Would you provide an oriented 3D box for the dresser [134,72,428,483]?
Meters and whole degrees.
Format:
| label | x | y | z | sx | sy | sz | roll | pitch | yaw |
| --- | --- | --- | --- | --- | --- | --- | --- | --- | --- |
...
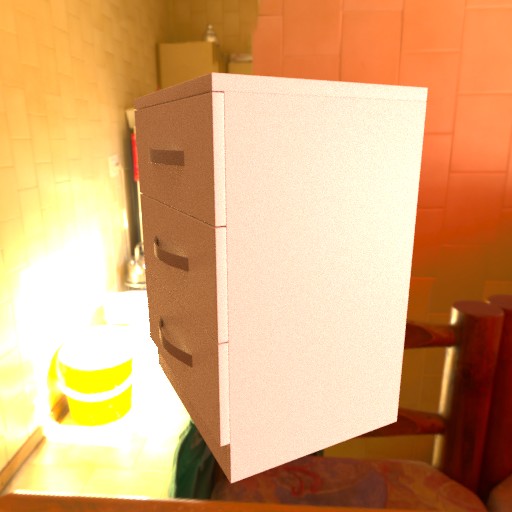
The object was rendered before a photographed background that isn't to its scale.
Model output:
| label | x | y | z | sx | sy | sz | roll | pitch | yaw |
| --- | --- | --- | --- | --- | --- | --- | --- | --- | --- |
| dresser | 0.000 | 0.000 | 0.812 | 0.360 | 0.560 | 0.400 | -7 | 17 | -26 |
